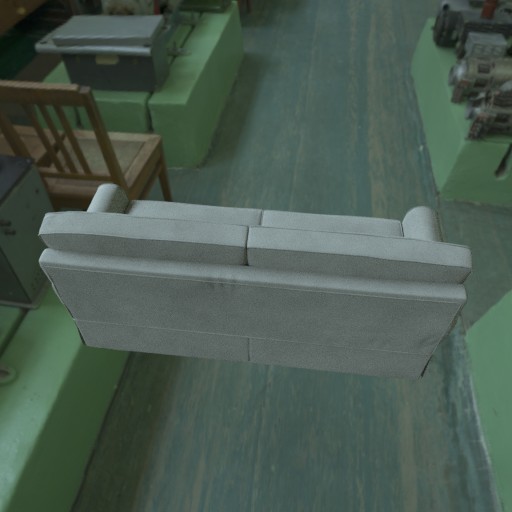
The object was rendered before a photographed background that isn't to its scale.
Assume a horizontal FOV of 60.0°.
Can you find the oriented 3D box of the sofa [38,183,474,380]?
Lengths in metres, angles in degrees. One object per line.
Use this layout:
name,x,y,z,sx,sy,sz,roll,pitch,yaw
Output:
sofa,0.000,0.000,2.668,2.246,1.014,0.900,5,48,4
